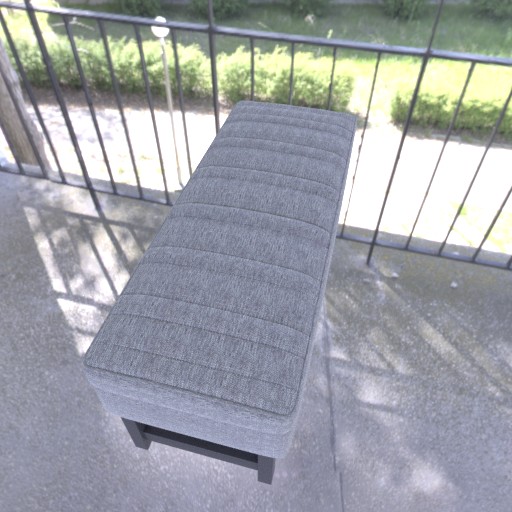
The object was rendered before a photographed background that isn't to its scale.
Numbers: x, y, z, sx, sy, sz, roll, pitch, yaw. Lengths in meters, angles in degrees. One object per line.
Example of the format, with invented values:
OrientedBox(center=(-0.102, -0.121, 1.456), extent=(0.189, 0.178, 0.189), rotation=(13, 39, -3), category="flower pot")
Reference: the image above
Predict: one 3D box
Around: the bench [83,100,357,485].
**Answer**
OrientedBox(center=(0.000, 0.000, 1.292), extent=(0.429, 0.470, 1.100), rotation=(11, 47, 10), category="bench")
